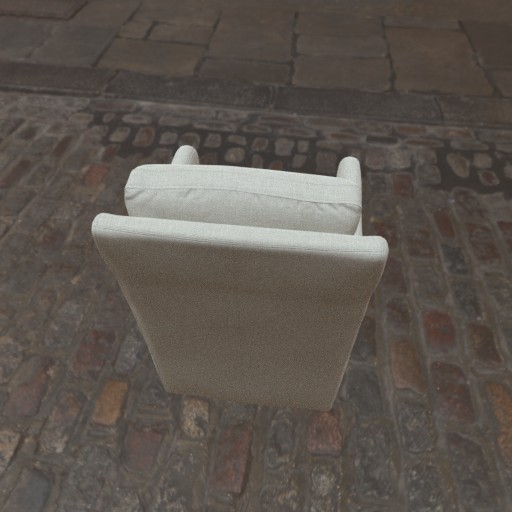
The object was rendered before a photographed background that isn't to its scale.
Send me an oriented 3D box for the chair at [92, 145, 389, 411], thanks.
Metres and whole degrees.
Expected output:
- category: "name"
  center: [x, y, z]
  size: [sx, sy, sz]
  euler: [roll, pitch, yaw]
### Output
- category: "chair"
  center: [0.000, 0.000, 1.370]
  size: [0.626, 0.914, 0.694]
  euler: [5, 47, 5]
